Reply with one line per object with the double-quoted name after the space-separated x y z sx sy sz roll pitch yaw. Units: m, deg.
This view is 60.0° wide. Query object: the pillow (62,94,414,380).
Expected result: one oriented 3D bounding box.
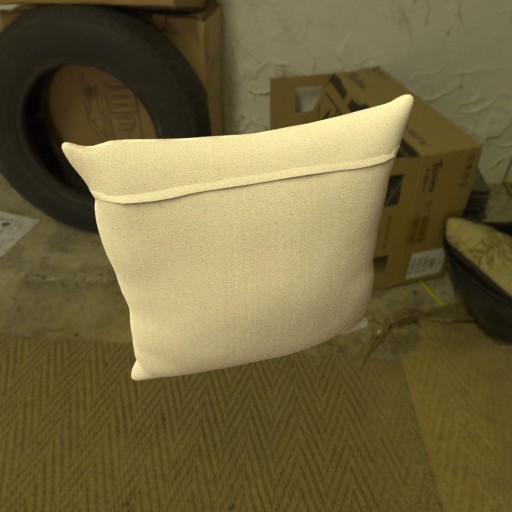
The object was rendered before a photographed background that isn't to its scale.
0.000 0.000 0.662 0.440 0.441 0.182 -11 42 -13 "pillow"
